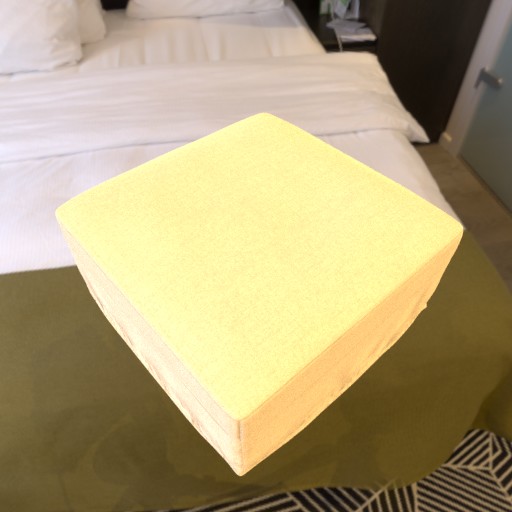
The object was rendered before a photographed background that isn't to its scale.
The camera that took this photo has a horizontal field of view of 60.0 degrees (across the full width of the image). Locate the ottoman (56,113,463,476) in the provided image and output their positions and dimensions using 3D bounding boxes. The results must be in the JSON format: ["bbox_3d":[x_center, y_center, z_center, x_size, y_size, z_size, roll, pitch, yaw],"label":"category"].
[{"bbox_3d":[0.000,0.000,1.345,0.840,0.436,0.843,-33,55,-27],"label":"ottoman"}]
